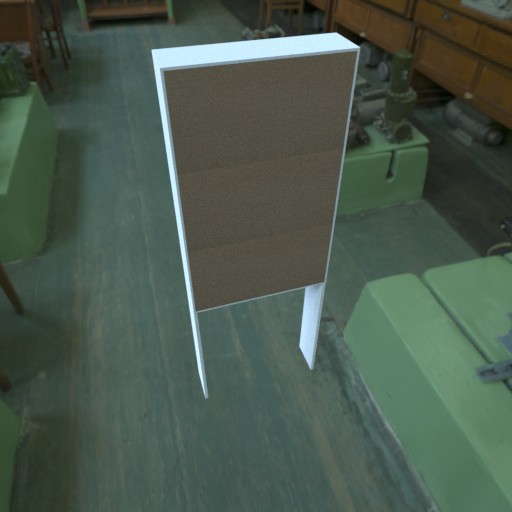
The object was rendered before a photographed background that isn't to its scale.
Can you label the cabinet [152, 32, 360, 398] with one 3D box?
[{"bbox_3d":[0.000,0.000,2.001,0.643,1.770,0.192,-12,43,-13],"label":"cabinet"}]
